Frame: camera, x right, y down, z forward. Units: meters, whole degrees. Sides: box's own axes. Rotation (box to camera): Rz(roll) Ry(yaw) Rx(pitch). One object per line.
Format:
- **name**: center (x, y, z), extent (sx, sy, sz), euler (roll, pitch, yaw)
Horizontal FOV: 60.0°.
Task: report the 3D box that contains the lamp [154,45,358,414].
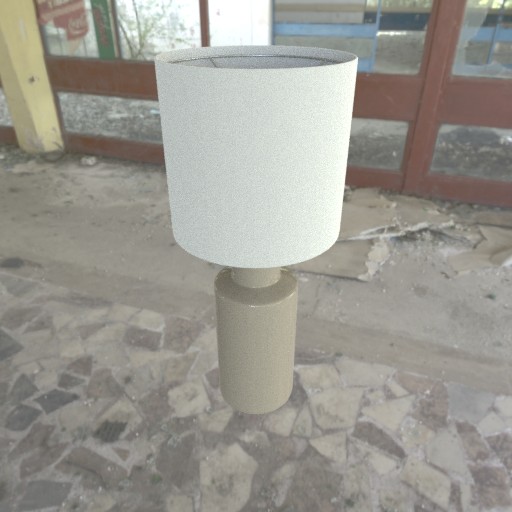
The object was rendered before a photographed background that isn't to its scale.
- **lamp**: center (0.000, 0.000, 0.593), extent (0.212, 0.493, 0.212), euler (-19, 36, -29)
